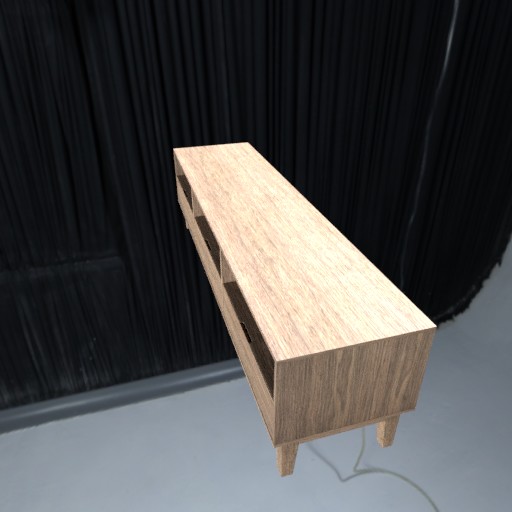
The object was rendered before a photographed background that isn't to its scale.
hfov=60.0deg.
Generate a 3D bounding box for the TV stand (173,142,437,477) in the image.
[{"bbox_3d":[0.000,0.000,1.626,0.366,0.409,1.482,-9,31,-15],"label":"TV stand"}]
